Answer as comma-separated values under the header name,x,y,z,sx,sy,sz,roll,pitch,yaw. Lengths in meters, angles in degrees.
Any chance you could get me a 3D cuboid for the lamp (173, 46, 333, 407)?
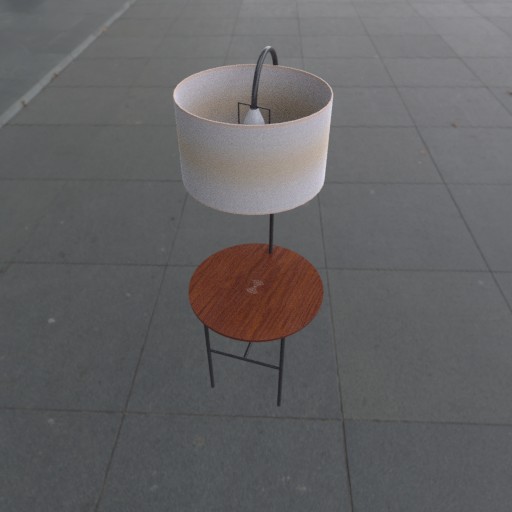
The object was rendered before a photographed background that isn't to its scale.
name,x,y,z,sx,sy,sz,roll,pitch,yaw
lamp,0.000,0.000,1.777,0.573,1.517,0.573,0,41,0
